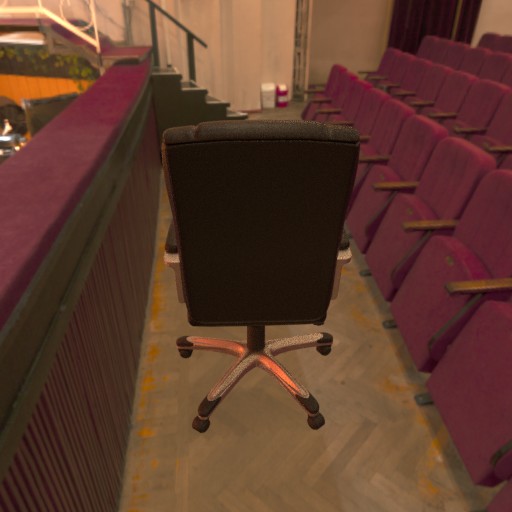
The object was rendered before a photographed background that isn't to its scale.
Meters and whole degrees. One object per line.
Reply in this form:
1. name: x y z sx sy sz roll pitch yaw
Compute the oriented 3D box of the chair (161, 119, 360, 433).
1. chair: 0.000 0.000 1.631 0.700 1.145 0.780 -1 31 -2
